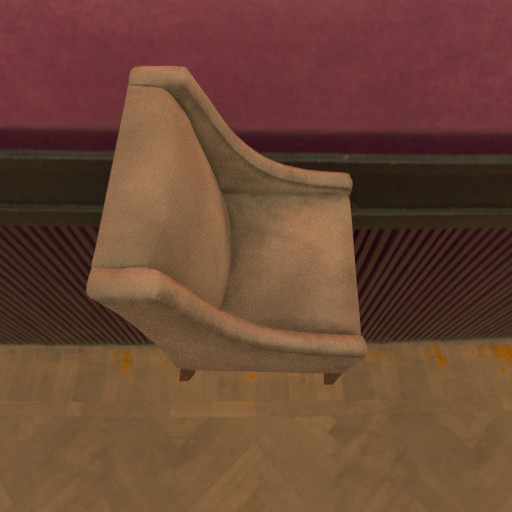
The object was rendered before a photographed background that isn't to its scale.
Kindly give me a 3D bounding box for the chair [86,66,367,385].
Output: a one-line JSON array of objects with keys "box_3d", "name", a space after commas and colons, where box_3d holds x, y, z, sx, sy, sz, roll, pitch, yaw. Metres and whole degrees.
[{"box_3d": [0.000, 0.000, 1.344, 0.629, 0.895, 0.629, 1, 64, 1], "name": "chair"}]
